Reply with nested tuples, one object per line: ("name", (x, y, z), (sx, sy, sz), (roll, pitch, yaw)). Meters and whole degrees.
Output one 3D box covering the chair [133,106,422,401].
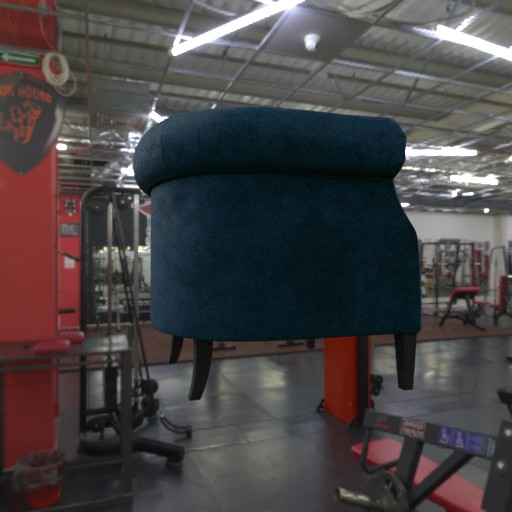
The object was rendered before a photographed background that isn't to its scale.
("chair", (0.000, 0.000, 1.585), (0.851, 0.826, 0.904), (0, -1, -18))
